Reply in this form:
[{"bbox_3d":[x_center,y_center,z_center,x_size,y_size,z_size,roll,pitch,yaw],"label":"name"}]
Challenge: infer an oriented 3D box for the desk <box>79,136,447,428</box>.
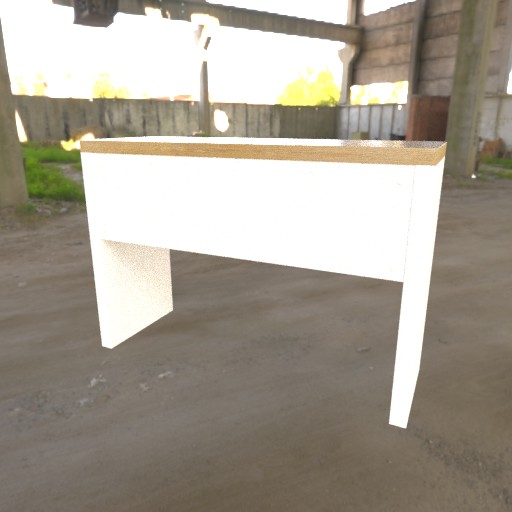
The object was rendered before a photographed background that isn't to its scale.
[{"bbox_3d":[0.000,0.000,1.509,1.100,0.760,0.390,8,19,24],"label":"desk"}]
